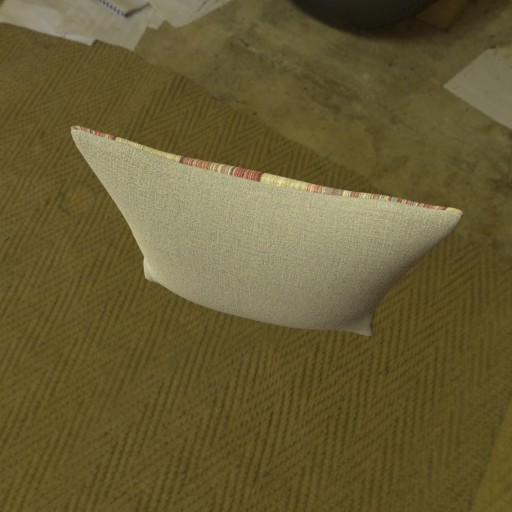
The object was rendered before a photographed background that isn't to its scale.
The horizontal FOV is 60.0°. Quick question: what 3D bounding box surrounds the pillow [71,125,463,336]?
[{"bbox_3d":[0.000,0.000,0.649,0.437,0.419,0.136,14,64,7],"label":"pillow"}]
